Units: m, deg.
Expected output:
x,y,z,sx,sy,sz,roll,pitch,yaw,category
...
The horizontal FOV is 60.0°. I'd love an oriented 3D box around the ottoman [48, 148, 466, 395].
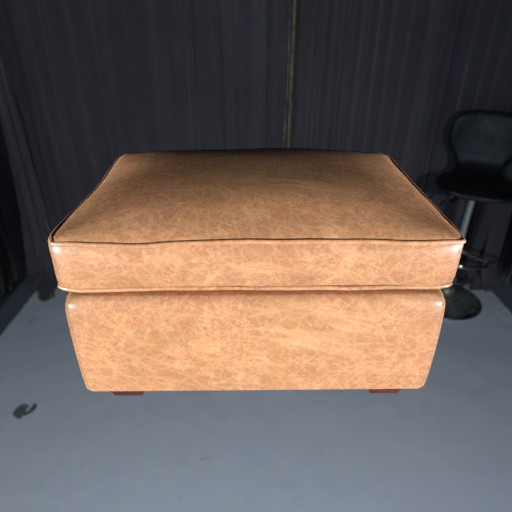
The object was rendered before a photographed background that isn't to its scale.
x,y,z,sx,sy,sz,roll,pitch,yaw,category
0.000,0.000,1.091,0.756,0.468,0.554,0,29,-1,ottoman
